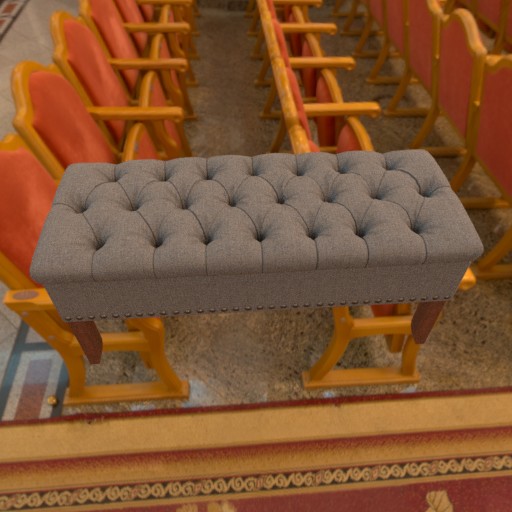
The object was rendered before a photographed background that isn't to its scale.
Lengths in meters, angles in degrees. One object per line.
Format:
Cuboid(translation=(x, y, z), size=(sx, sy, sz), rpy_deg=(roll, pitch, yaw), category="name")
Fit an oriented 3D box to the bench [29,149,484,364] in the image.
Cuboid(translation=(0.000, 0.000, 1.296), size=(1.052, 0.470, 0.417), rpy_deg=(-3, 47, -3), category="bench")
